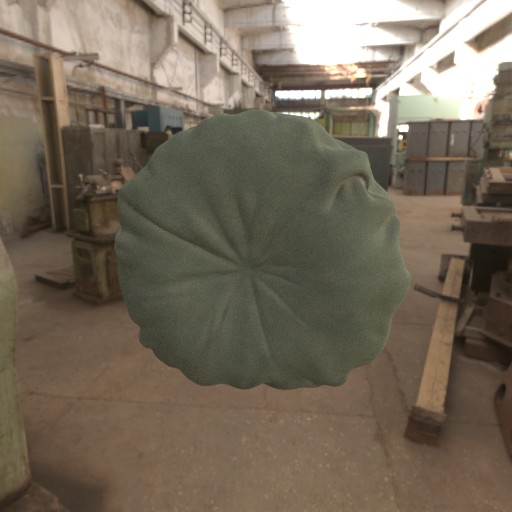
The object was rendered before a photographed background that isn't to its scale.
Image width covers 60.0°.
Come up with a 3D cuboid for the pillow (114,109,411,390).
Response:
[{"bbox_3d":[0.000,0.000,0.649,0.428,0.407,0.148,3,15,10],"label":"pillow"}]
